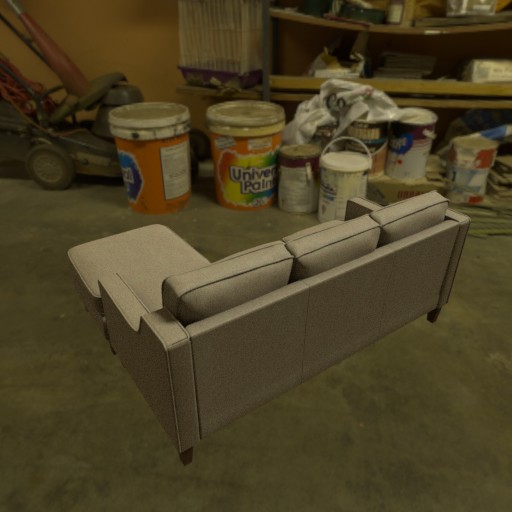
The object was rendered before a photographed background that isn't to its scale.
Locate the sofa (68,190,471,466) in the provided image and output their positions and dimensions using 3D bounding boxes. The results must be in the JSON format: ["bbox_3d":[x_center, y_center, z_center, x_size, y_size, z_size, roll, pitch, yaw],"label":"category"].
[{"bbox_3d":[0.000,0.000,3.294,2.317,1.081,1.858,-20,36,-30],"label":"sofa"}]
